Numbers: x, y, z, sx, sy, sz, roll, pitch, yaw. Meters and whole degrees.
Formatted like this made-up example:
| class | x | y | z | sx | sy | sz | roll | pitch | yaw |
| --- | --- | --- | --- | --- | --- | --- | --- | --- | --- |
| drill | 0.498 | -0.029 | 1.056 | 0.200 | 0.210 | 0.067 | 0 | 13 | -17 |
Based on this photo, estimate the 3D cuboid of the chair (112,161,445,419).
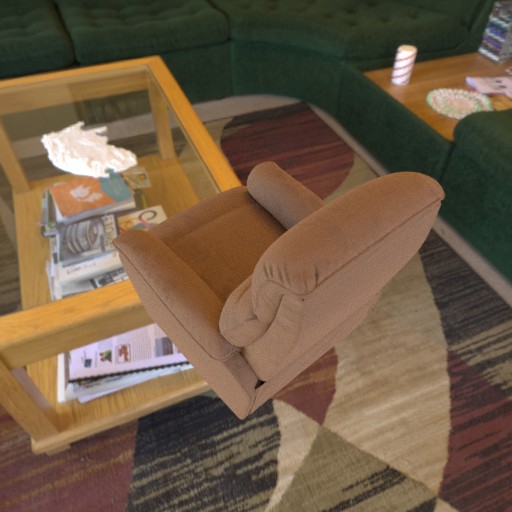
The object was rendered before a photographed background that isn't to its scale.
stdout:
| class | x | y | z | sx | sy | sz | roll | pitch | yaw |
| --- | --- | --- | --- | --- | --- | --- | --- | --- | --- |
| chair | 0.000 | 0.000 | 1.718 | 0.820 | 1.037 | 1.004 | -32 | 54 | -26 |
